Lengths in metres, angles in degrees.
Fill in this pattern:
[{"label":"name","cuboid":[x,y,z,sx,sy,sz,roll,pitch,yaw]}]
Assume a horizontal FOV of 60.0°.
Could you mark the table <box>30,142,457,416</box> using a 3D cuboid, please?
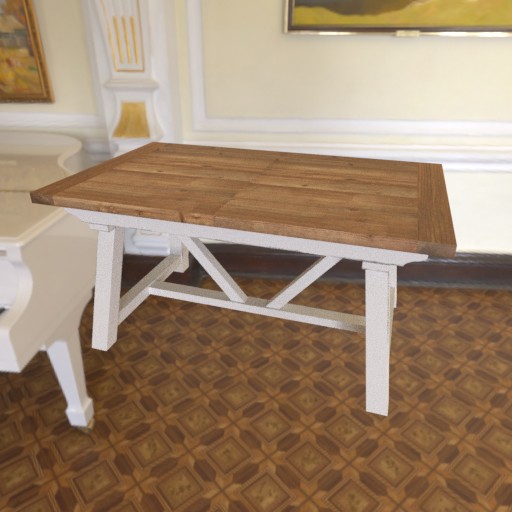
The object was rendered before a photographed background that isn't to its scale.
[{"label":"table","cuboid":[0.000,0.000,2.028,1.503,0.743,0.922,8,28,16]}]
